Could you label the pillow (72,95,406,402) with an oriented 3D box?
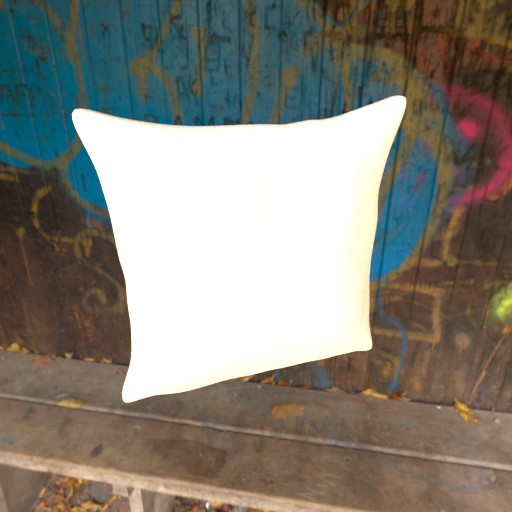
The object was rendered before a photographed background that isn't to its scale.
[{"bbox_3d":[0.000,0.000,0.650,0.436,0.432,0.138,-8,27,-16],"label":"pillow"}]
